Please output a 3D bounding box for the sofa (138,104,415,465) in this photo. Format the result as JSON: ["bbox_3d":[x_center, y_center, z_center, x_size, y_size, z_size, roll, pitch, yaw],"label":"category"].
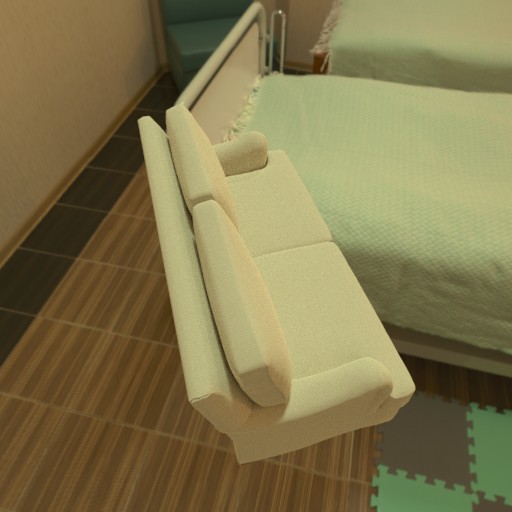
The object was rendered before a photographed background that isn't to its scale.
[{"bbox_3d":[0.000,0.000,2.729,1.086,1.087,2.159,-11,48,-10],"label":"sofa"}]
